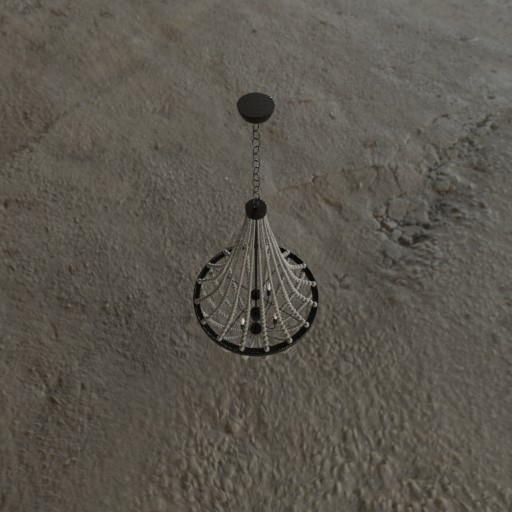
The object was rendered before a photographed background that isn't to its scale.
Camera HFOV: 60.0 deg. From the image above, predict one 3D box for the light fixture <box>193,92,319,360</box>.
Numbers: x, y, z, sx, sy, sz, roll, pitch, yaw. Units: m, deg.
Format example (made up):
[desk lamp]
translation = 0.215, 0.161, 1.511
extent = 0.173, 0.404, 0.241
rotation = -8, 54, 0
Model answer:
[light fixture]
translation = 0.000, 0.000, 1.376
extent = 0.450, 1.133, 0.450
rotation = 0, 57, 0
